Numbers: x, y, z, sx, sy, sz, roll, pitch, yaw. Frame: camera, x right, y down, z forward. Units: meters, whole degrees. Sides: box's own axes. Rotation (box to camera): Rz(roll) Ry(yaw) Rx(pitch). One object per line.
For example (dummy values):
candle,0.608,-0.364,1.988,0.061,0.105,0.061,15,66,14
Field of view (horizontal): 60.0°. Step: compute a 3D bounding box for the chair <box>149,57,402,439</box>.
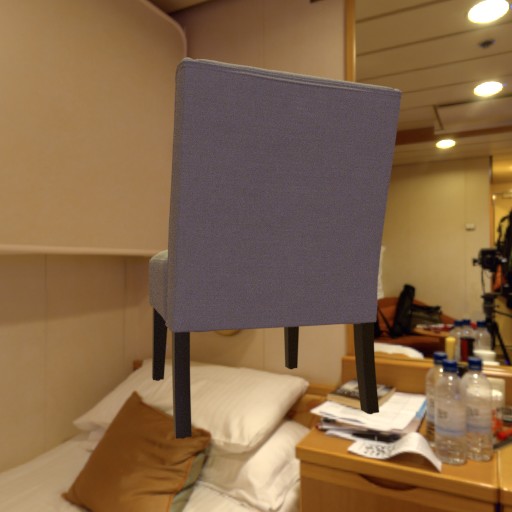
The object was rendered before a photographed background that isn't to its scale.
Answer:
chair,0.000,0.000,1.323,0.569,0.853,0.676,0,-1,-19
